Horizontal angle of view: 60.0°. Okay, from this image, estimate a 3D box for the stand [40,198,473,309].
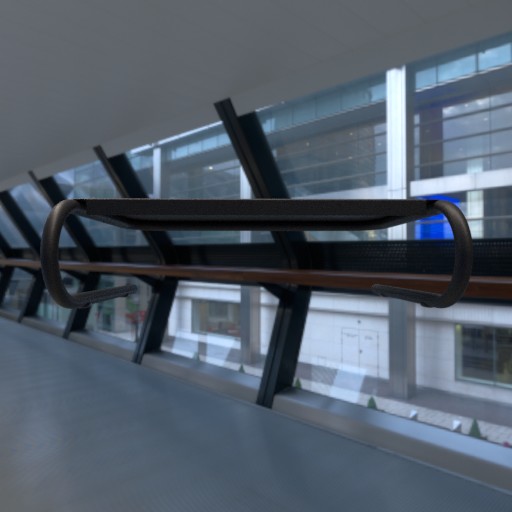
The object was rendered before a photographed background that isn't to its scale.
[{"bbox_3d":[0.000,0.000,0.512,0.370,0.108,0.280,0,-1,-1],"label":"stand"}]
